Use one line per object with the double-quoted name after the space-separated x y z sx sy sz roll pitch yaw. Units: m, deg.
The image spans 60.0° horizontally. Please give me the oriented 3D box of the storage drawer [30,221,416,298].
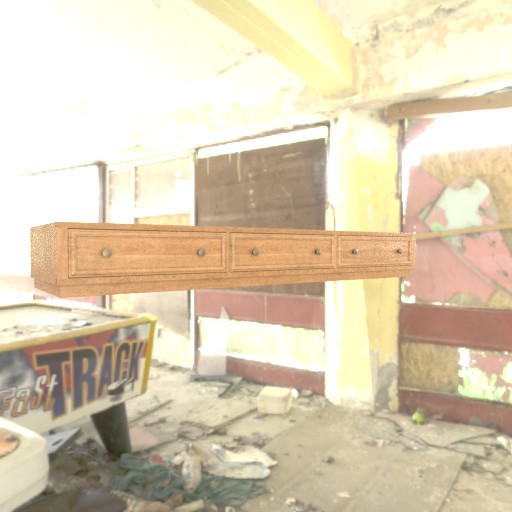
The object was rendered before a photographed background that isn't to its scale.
0.000 0.000 2.302 2.032 0.264 0.538 -1 1 -36 "storage drawer"
